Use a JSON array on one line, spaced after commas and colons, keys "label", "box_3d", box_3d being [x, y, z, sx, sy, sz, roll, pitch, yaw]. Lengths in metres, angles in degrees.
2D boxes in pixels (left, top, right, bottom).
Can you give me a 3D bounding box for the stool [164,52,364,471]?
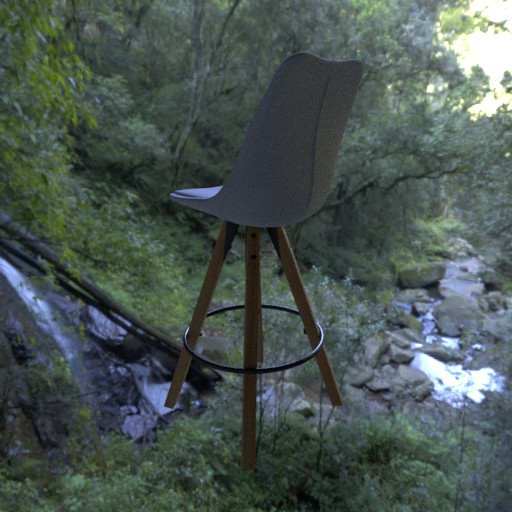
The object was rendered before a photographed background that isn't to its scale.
[{"label": "stool", "box_3d": [0.000, 0.000, 1.399, 0.484, 1.115, 0.550, -16, 24, -41]}]
